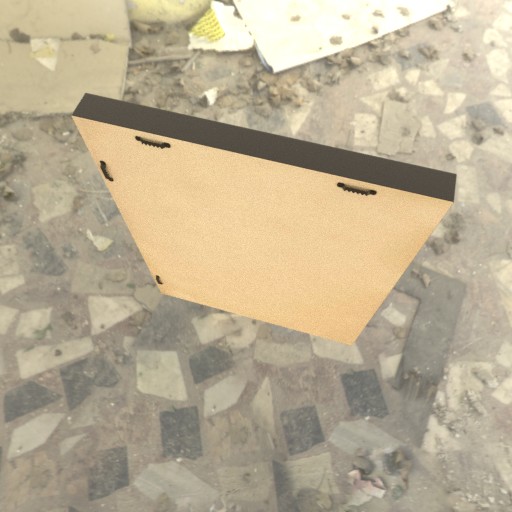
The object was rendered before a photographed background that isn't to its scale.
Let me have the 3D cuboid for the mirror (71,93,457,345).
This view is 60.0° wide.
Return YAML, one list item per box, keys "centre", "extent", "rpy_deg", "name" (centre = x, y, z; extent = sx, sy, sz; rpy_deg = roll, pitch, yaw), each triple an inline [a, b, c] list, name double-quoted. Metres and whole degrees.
- centre: [0.000, 0.000, 0.685]
  extent: [0.406, 0.509, 0.041]
  rpy_deg: [14, 64, 7]
  name: "mirror"
